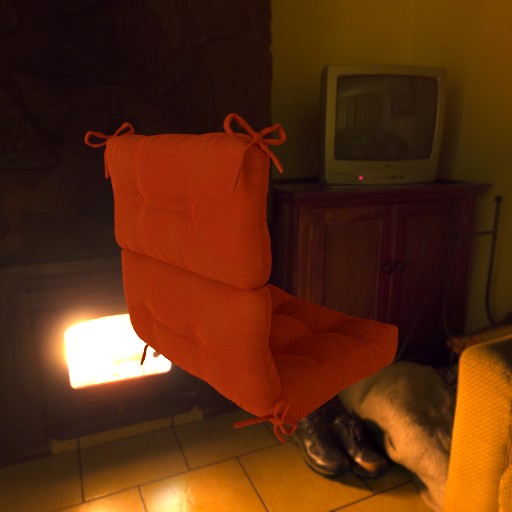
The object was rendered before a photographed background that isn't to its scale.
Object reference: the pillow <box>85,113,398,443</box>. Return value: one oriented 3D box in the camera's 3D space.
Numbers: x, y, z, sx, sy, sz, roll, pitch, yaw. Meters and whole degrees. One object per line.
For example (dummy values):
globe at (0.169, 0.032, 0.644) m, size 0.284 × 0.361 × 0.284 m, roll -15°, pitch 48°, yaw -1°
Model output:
pillow at (0.000, 0.000, 1.046) m, size 0.571 × 0.605 × 0.519 m, roll -13°, pitch 20°, yaw -42°
